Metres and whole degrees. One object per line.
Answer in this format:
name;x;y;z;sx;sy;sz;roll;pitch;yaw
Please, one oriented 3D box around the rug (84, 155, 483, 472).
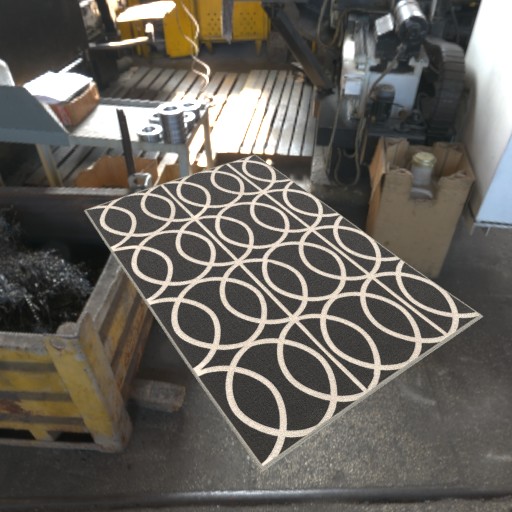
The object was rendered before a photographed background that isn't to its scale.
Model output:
rug;0.000;0.000;2.877;1.528;0.014;2.294;-24;46;-25
